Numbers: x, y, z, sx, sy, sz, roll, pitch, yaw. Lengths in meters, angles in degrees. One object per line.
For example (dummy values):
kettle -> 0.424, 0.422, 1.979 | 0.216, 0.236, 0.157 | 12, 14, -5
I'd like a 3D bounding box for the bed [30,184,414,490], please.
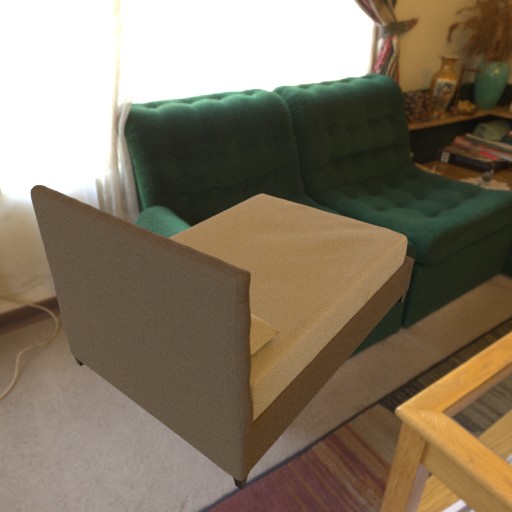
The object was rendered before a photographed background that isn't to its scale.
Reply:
bed -> 0.000, 0.000, 3.386 | 1.698, 1.427, 2.387 | 21, 36, 33
